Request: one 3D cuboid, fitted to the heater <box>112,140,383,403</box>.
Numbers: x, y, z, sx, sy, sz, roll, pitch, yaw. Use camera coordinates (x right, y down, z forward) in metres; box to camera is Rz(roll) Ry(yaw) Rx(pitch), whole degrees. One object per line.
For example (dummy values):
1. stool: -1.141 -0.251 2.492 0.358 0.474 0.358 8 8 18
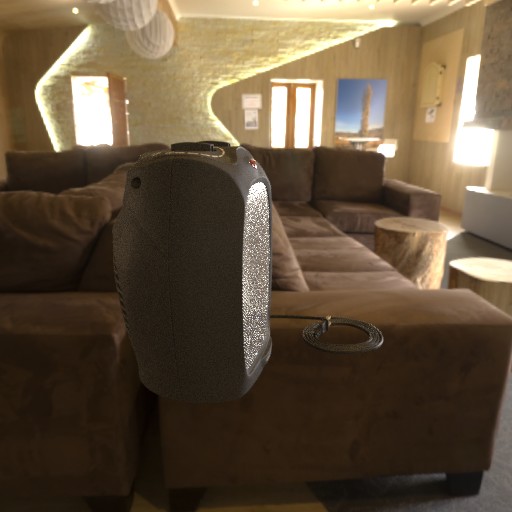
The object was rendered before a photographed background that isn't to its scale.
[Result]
1. heater: 0.000 0.000 0.477 0.291 0.240 0.239 3 16 11
